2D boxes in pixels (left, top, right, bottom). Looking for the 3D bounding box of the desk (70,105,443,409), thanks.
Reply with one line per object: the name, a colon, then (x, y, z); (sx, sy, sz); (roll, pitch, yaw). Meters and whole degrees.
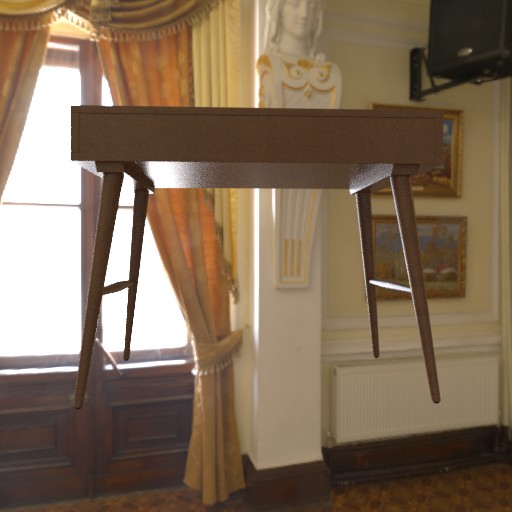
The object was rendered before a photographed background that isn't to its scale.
desk: (0.000, 0.000, 1.368); (0.949, 0.758, 0.510); (0, 1, -3)
